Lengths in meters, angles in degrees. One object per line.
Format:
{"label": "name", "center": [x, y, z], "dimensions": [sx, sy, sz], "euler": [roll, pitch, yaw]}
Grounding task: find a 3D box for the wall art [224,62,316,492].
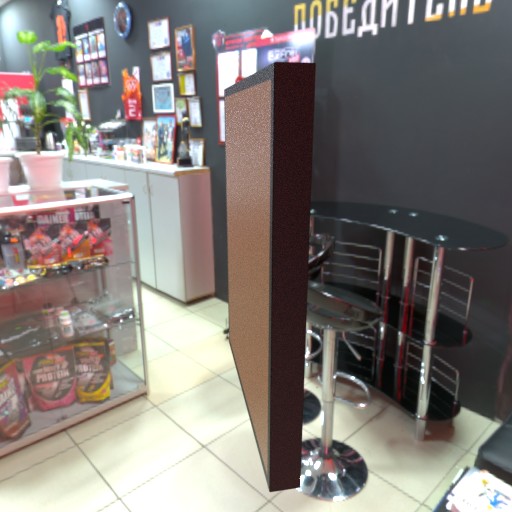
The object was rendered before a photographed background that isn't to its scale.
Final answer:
{"label": "wall art", "center": [0.000, 0.000, 0.499], "dimensions": [0.030, 0.369, 0.294], "euler": [-3, 17, -10]}
